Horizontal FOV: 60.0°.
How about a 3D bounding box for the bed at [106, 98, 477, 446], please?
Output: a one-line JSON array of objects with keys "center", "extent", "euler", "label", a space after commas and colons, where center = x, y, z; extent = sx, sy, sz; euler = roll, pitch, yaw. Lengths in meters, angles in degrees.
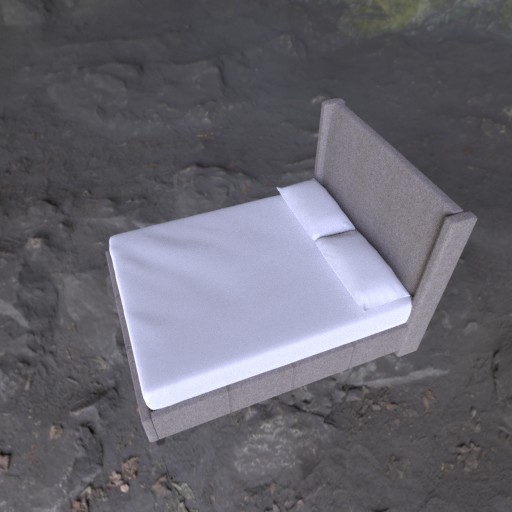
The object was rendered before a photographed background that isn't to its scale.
[{"center": [0.000, 0.000, 3.476], "extent": [2.245, 1.476, 1.714], "euler": [-15, 47, -15], "label": "bed"}]
